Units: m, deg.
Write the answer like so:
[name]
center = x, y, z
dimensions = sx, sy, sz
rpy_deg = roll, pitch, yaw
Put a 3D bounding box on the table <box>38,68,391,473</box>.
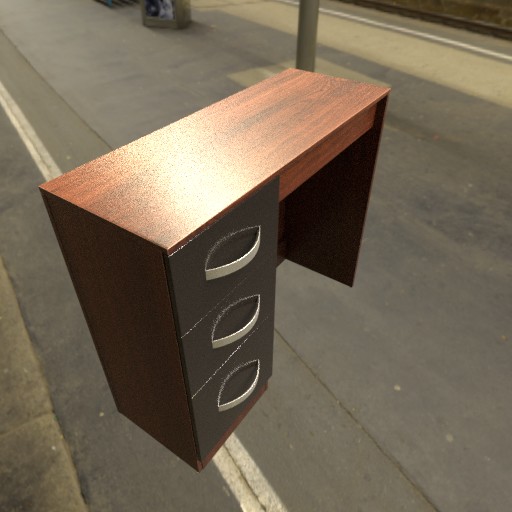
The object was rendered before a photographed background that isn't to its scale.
[table]
center = 0.000, 0.000, 1.318
dimensions = 0.380, 0.790, 0.930
rpy_deg = 24, 45, 27
